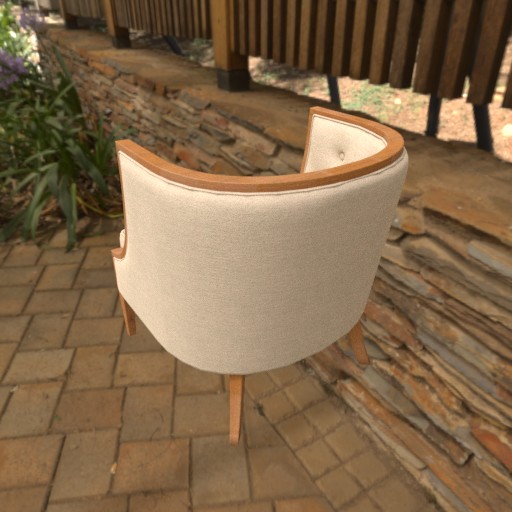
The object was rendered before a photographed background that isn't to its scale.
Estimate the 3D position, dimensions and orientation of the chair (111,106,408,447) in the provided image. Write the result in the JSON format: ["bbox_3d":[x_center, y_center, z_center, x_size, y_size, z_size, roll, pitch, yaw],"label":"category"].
[{"bbox_3d":[0.000,0.000,1.380,0.711,0.775,0.757,-20,36,-30],"label":"chair"}]
